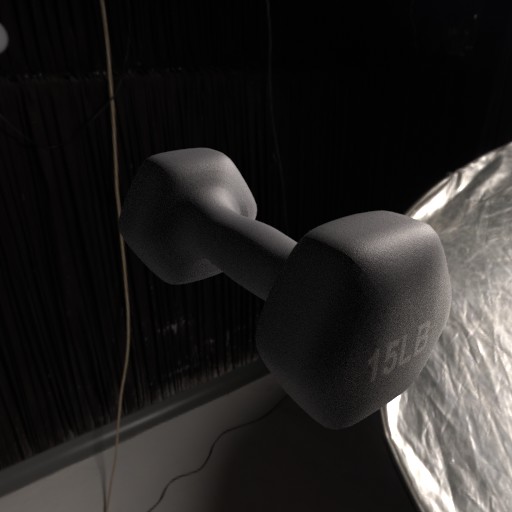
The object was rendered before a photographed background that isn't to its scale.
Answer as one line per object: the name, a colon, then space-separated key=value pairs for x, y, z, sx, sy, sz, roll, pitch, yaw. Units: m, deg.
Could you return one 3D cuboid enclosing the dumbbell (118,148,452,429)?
dumbbell: x=0.000 y=0.000 z=0.295 sx=0.116 sy=0.105 sz=0.240 roll=-17 pitch=30 yaw=-31
